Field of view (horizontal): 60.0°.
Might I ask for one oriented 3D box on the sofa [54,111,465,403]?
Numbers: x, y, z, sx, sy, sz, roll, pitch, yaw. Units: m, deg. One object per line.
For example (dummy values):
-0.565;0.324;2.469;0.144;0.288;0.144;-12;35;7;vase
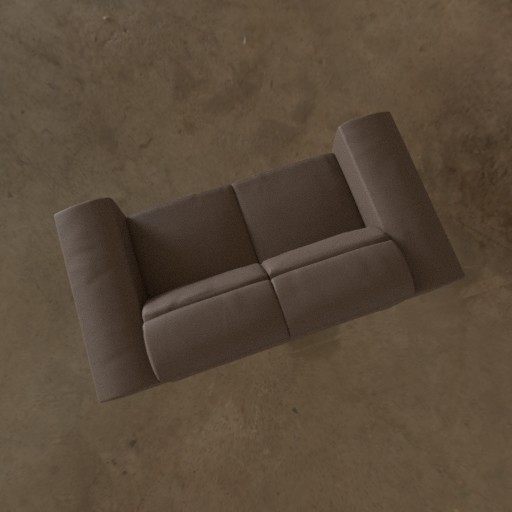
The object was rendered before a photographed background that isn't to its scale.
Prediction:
0.000;0.000;2.458;1.895;0.779;1.003;-18;77;-4;sofa
